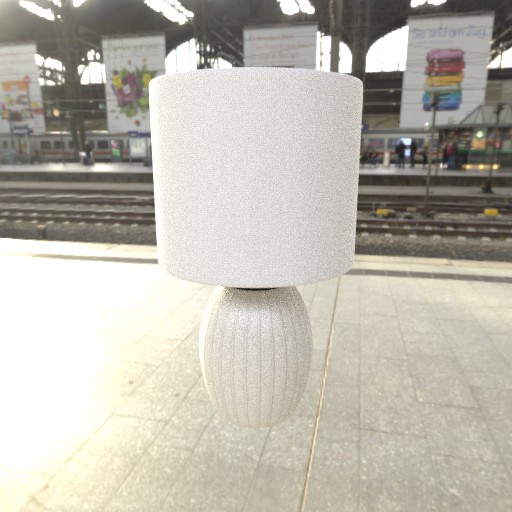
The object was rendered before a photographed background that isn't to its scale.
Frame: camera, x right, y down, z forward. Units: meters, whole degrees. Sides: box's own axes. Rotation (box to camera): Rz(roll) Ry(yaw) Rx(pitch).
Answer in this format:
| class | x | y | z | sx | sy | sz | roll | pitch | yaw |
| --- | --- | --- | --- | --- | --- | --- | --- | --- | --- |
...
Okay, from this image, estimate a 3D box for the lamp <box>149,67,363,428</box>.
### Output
| class | x | y | z | sx | sy | sz | roll | pitch | yaw |
| --- | --- | --- | --- | --- | --- | --- | --- | --- | --- |
| lamp | 0.000 | 0.000 | 0.758 | 0.328 | 0.570 | 0.328 | 0 | 14 | 0 |
